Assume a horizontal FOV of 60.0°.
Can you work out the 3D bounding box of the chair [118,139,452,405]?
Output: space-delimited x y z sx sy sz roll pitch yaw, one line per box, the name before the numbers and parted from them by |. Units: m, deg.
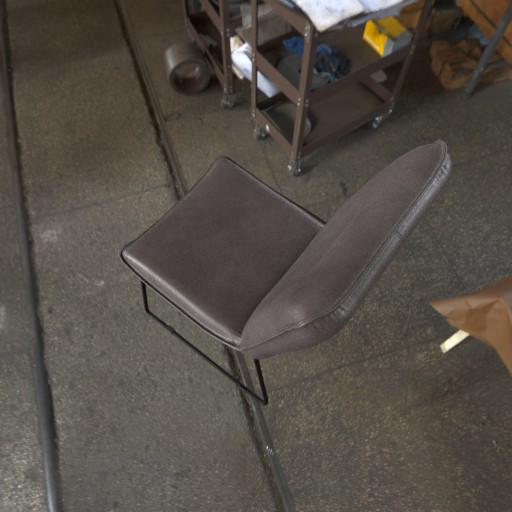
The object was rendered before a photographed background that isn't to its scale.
chair | 0.000 0.000 1.295 0.688 0.932 0.515 34 67 17
